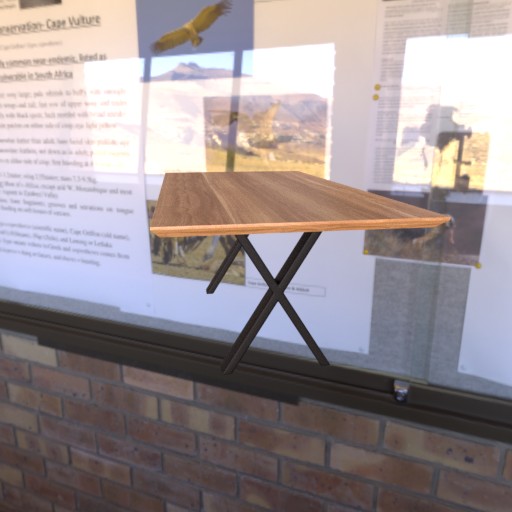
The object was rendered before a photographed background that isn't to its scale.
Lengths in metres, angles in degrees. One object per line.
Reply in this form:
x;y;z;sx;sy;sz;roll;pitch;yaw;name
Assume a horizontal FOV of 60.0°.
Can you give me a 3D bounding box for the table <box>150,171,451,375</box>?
0.000;0.000;2.477;1.000;0.770;2.000;-3;16;-9;table
